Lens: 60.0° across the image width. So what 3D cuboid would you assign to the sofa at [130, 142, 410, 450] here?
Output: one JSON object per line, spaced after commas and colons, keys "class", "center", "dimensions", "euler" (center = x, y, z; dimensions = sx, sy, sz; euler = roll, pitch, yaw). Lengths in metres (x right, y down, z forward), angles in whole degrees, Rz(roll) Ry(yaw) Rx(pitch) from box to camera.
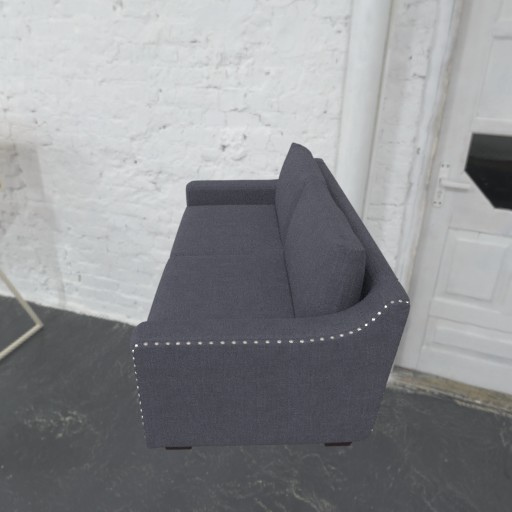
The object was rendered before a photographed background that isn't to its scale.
{"class": "sofa", "center": [0.000, 0.000, 3.279], "dimensions": [1.336, 1.196, 2.550], "euler": [-1, 27, -1]}
